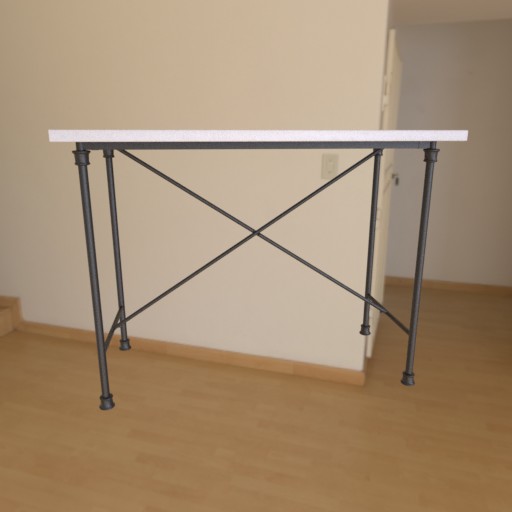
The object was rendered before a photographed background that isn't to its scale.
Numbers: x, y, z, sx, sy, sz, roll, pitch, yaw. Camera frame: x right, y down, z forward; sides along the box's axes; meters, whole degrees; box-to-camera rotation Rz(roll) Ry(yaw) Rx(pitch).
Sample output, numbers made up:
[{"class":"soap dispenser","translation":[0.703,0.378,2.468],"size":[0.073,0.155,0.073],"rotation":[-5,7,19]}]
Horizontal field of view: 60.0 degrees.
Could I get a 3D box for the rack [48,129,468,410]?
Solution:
[{"class":"rack","translation":[0.000,0.000,1.617],"size":[1.159,0.880,0.613],"rotation":[-2,16,-8]}]
